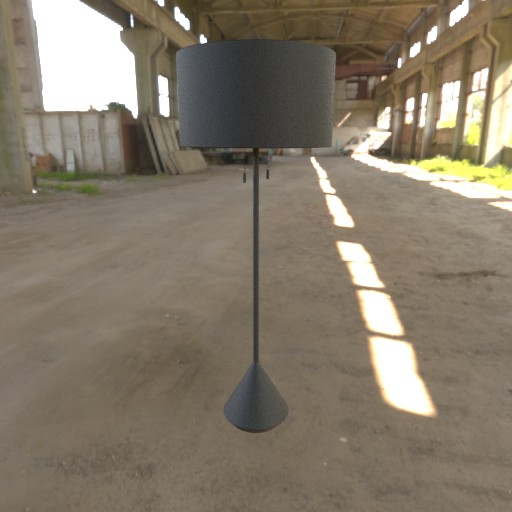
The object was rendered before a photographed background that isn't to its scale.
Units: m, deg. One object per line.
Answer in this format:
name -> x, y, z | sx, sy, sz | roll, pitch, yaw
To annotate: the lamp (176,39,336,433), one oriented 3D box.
lamp -> 0.000, 0.000, 1.829 | 0.580, 1.526, 0.580 | -8, 17, -26
